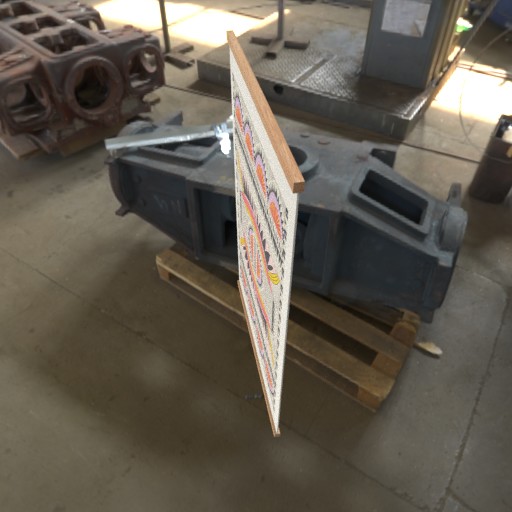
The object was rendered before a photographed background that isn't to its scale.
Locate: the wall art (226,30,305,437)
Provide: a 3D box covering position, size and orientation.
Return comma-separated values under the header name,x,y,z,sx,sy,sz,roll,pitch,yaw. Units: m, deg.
name,x,y,z,sx,sy,sz,roll,pitch,yaw
wall art,0.000,0.000,1.949,0.028,1.533,0.999,-9,47,-8
